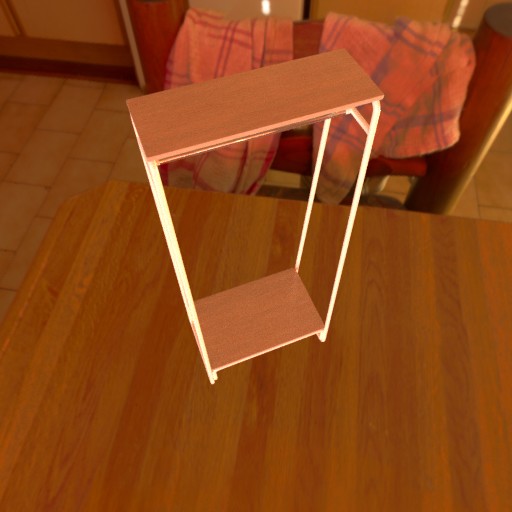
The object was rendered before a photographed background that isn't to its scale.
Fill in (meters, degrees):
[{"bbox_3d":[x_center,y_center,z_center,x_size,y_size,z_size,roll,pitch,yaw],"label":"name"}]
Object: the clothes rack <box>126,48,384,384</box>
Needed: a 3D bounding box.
[{"bbox_3d":[0.000,0.000,1.791,0.640,1.512,0.400,-18,59,-12],"label":"clothes rack"}]
